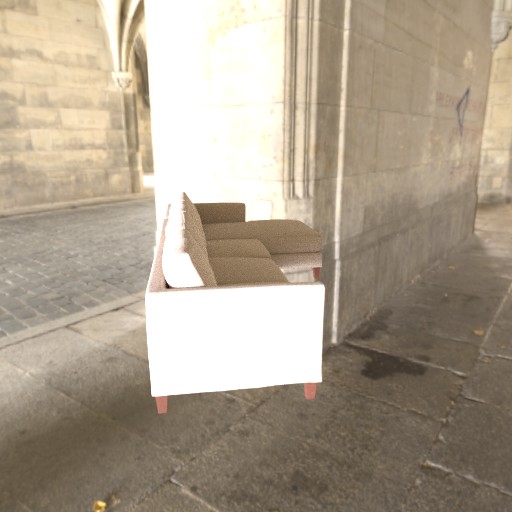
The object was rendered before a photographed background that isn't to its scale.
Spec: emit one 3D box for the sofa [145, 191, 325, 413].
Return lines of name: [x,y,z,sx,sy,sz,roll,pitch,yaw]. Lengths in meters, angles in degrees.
sofa: [0.000,0.000,3.865,1.625,0.861,3.186,-2,15,-9]
